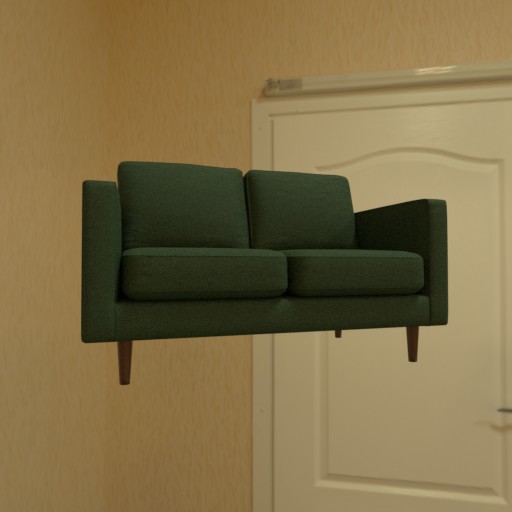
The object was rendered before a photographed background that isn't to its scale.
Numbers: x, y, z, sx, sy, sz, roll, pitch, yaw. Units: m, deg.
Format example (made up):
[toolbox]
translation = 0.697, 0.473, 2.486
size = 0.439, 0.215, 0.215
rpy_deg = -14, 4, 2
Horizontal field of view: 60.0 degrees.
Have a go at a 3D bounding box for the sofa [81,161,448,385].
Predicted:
[sofa]
translation = 0.000, 0.000, 2.011
size = 1.430, 0.899, 0.879
rpy_deg = 0, -1, -18
